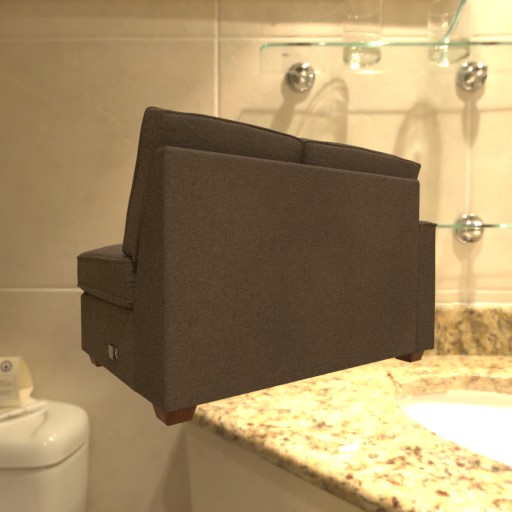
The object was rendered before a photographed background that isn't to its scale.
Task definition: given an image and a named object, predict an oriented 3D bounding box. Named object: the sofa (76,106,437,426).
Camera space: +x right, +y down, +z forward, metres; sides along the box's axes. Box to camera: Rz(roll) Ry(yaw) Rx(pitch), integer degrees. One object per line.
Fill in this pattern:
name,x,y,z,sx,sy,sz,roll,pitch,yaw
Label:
sofa,0.000,0.000,2.048,1.388,0.989,0.991,-1,2,-36
